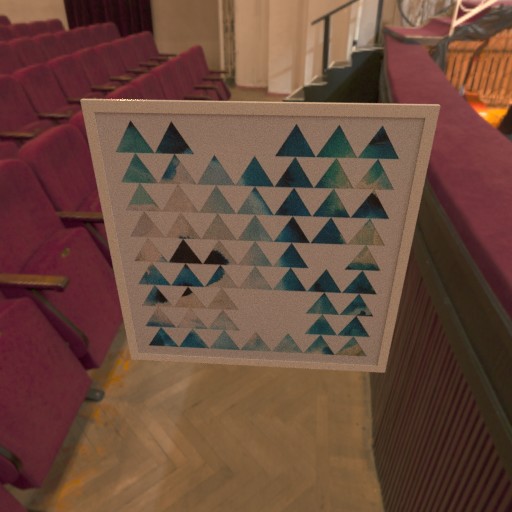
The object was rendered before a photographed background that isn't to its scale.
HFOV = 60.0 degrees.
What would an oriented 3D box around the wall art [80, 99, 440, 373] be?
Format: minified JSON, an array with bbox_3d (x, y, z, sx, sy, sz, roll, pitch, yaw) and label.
[{"bbox_3d":[0.000,0.000,1.208,0.809,0.809,0.012,2,31,4],"label":"wall art"}]
